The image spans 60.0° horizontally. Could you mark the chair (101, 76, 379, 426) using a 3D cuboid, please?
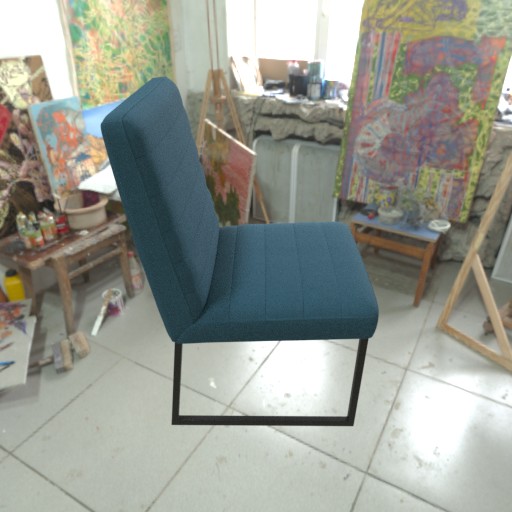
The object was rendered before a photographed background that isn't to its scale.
[{"bbox_3d":[0.000,0.000,1.310,0.634,0.930,0.520,0,31,0],"label":"chair"}]
